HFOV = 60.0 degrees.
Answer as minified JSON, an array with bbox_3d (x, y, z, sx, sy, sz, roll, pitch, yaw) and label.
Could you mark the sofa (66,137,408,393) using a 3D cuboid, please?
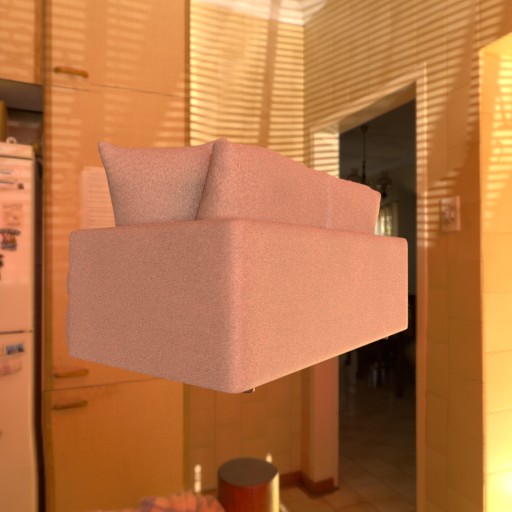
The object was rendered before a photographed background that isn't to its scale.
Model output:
[{"bbox_3d":[0.000,0.000,2.630,1.228,1.080,1.869,0,-1,37],"label":"sofa"}]
